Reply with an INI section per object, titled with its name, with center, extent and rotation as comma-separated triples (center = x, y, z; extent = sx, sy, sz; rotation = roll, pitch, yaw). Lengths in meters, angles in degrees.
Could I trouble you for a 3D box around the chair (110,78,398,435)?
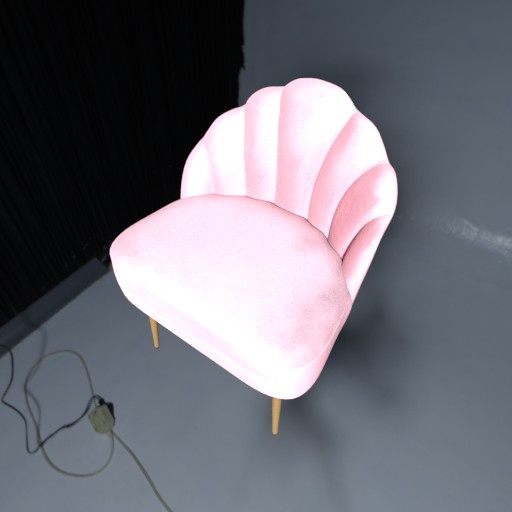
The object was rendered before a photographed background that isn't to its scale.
[chair]
center = 0.000, 0.000, 1.267
extent = 0.657, 0.819, 0.599
rotation = 28, 52, 25
